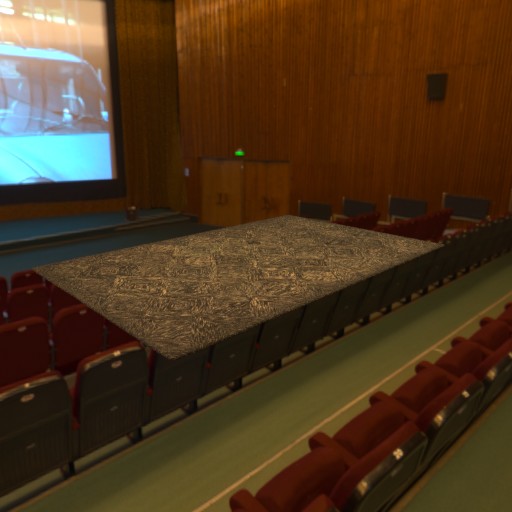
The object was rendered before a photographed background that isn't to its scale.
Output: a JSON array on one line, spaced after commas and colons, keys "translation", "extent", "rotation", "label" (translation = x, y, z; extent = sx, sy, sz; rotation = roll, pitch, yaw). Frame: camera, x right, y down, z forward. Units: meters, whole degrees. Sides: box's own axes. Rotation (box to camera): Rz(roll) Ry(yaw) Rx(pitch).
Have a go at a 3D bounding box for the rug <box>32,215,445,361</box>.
[{"translation": [0.000, 0.000, 2.209], "extent": [1.754, 0.010, 1.139], "rotation": [-16, 23, -42], "label": "rug"}]
